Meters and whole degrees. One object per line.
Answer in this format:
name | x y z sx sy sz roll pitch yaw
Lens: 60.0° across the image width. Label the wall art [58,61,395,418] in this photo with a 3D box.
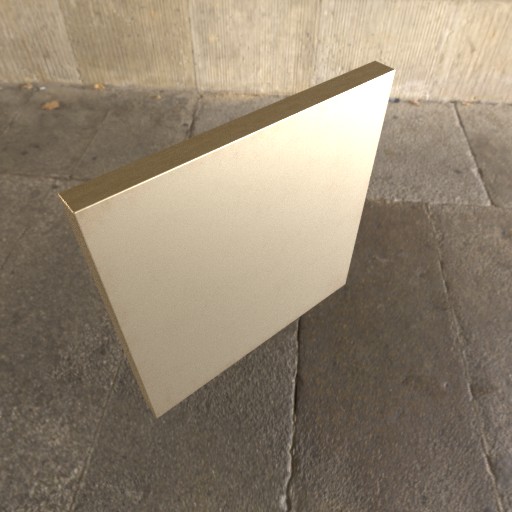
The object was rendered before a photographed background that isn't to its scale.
wall art | 0.000 0.000 0.747 0.503 0.506 0.040 -31 55 -25
